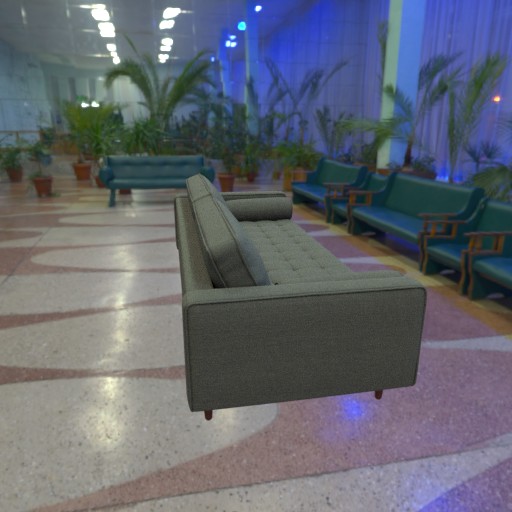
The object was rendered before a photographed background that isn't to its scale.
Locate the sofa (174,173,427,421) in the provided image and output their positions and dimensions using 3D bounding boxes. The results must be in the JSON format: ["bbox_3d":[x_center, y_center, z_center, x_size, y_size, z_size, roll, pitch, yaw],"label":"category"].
[{"bbox_3d":[0.000,0.000,2.620,0.914,0.762,2.198,-3,18,-10],"label":"sofa"}]
